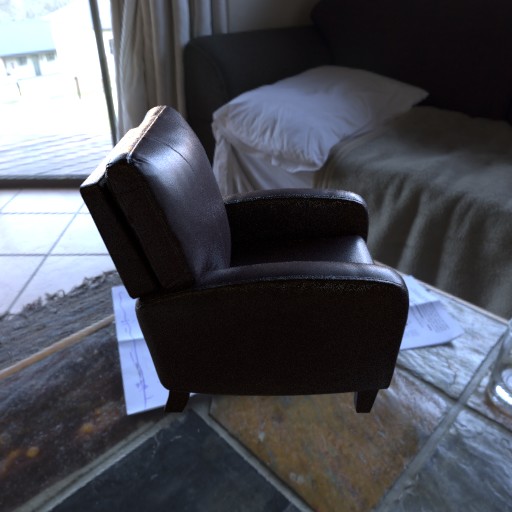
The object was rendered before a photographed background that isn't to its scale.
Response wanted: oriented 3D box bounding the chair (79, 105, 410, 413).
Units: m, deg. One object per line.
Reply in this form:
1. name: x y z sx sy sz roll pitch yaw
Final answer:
1. chair: 0.000 0.000 1.691 0.990 0.990 0.762 0 32 0
